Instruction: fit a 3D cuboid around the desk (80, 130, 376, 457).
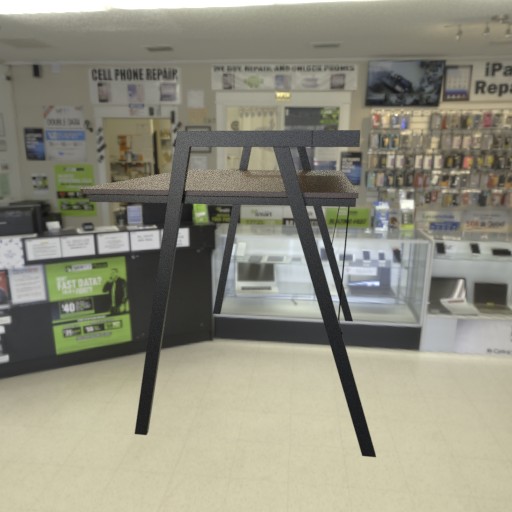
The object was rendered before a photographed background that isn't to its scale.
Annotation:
[{"bbox_3d":[0.000,0.000,1.896,0.936,0.998,1.143,2,14,8],"label":"desk"}]
